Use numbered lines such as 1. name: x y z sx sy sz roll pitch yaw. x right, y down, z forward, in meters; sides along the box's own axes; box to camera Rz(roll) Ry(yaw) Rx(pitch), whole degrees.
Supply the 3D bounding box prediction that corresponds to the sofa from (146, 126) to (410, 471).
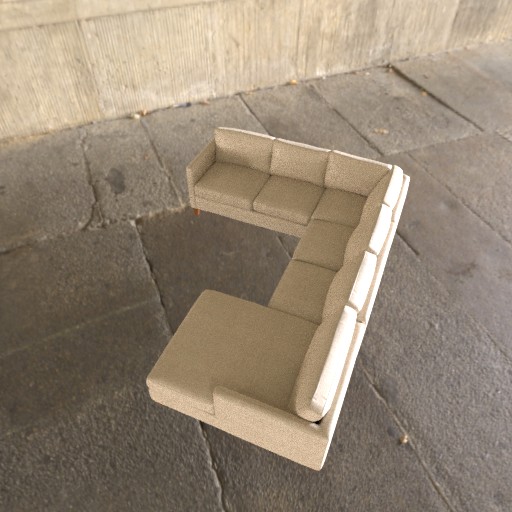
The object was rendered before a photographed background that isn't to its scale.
1. sofa: 0.000 0.000 4.724 2.594 0.961 3.460 17 48 16
